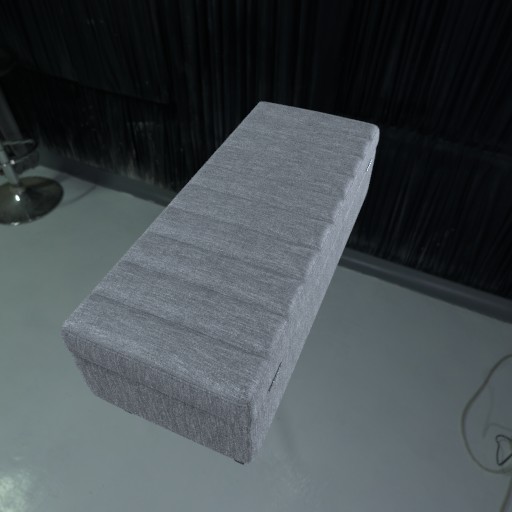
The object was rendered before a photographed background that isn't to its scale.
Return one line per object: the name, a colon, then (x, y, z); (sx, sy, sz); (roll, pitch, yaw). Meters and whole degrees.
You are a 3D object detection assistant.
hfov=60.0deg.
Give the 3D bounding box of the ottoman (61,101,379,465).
ottoman: (0.000, 0.000, 1.417); (0.482, 0.469, 1.151); (17, 49, 16)
